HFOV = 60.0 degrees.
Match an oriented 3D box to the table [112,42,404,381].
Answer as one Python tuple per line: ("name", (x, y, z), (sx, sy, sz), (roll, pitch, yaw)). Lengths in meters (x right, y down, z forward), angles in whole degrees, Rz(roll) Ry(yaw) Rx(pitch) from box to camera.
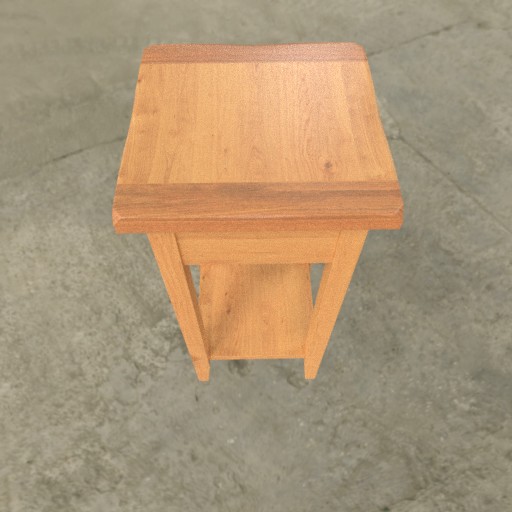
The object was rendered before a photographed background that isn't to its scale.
("table", (0.000, 0.000, 0.944), (0.360, 0.740, 0.360), (-1, 57, -1))
